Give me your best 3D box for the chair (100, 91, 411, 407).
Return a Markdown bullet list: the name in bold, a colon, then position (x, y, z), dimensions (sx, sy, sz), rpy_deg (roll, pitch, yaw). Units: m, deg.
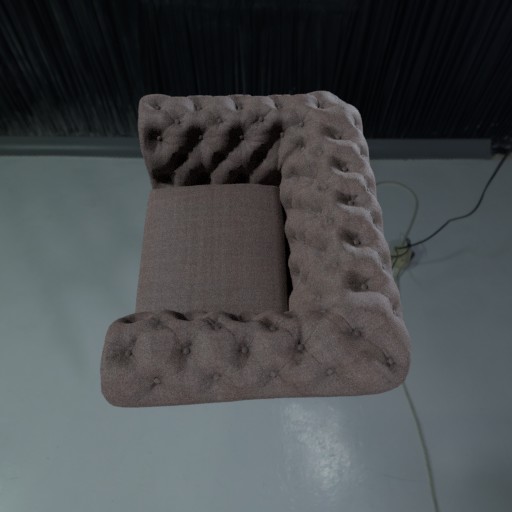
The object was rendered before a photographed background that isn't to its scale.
- **chair**: position (0.000, 0.000, 1.856), dimensions (0.945, 0.780, 1.298), rpy_deg (-2, 59, -1)
